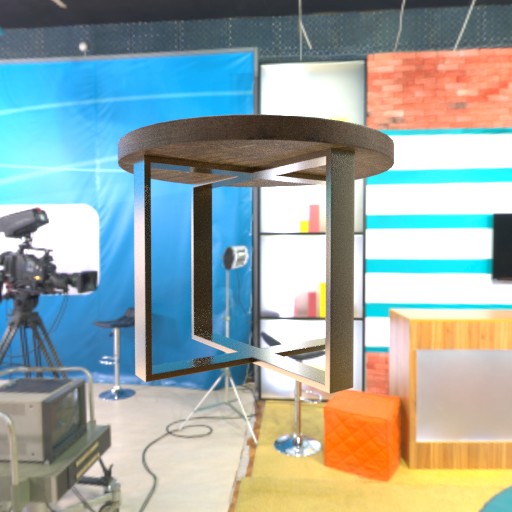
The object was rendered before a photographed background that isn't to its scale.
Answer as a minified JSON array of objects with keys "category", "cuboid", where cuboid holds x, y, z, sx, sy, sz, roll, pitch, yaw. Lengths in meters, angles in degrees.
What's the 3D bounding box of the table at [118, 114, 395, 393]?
[{"category":"table","cuboid":[0.000,0.000,0.942,0.557,0.437,0.557,0,2,0]}]
